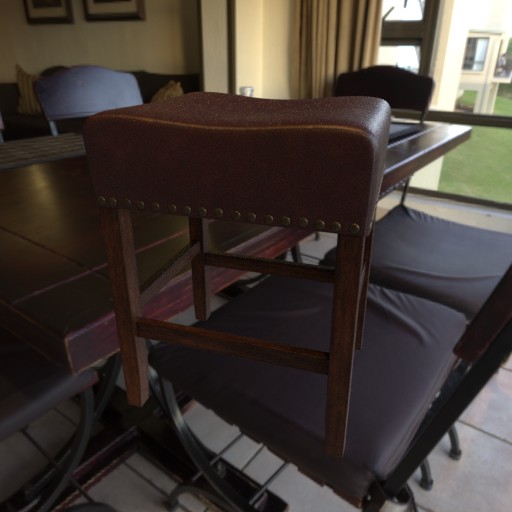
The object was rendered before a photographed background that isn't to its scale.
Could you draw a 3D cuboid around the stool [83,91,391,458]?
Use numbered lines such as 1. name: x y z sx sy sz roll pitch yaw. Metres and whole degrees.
1. stool: 0.000 0.000 0.924 0.465 0.608 0.397 8 26 16
